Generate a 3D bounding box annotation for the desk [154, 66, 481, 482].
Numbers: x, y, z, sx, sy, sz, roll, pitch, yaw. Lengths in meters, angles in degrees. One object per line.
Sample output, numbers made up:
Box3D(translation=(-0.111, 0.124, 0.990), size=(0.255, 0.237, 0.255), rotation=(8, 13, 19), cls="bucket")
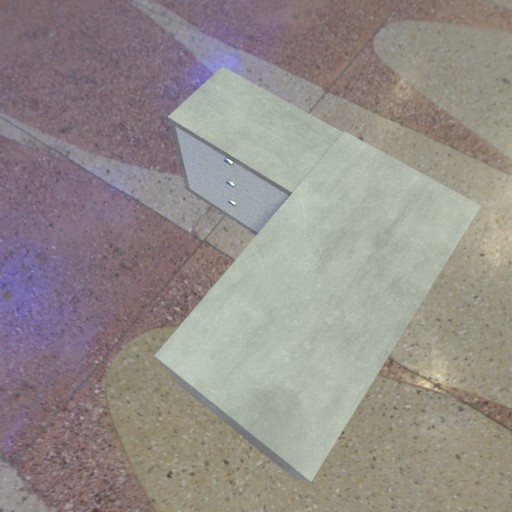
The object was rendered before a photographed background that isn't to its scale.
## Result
Box3D(translation=(0.000, 0.000, 2.237), size=(1.500, 0.740, 1.400), rotation=(34, 69, 15), cls="desk")
